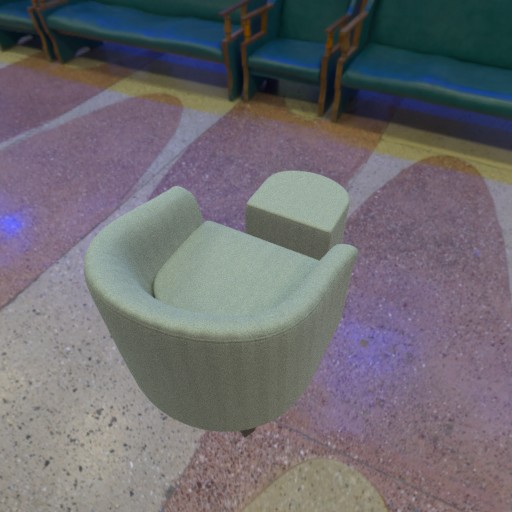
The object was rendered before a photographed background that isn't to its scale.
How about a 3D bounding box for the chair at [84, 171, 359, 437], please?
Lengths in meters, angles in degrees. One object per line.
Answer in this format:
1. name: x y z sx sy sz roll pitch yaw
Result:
1. chair: 0.000 0.000 1.727 0.756 0.757 1.288 21 50 19
